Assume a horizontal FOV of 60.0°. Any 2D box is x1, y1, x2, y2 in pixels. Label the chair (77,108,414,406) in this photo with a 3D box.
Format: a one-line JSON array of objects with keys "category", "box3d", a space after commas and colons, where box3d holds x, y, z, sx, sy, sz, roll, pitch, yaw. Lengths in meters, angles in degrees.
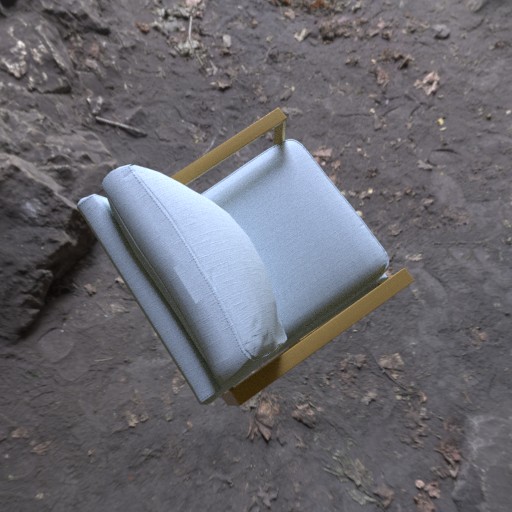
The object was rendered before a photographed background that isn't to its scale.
[{"category": "chair", "box3d": [0.000, 0.000, 1.554, 0.813, 0.956, 0.758, -34, 79, -8]}]
